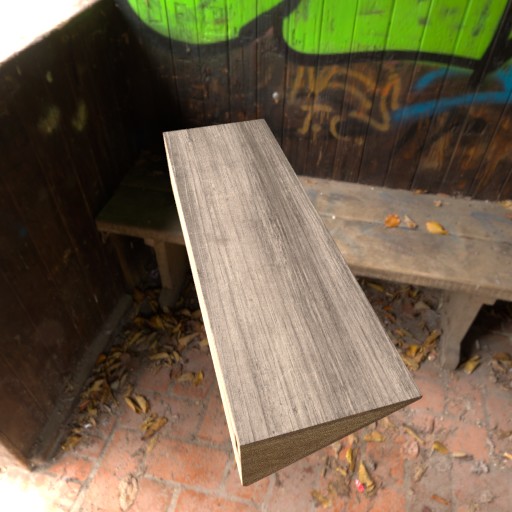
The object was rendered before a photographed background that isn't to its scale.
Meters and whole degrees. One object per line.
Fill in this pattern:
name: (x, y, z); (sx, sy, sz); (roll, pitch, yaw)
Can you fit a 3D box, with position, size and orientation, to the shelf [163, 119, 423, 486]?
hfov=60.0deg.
shelf: (0.000, 0.000, 0.700); (0.200, 0.125, 0.610); (-11, 47, -11)
